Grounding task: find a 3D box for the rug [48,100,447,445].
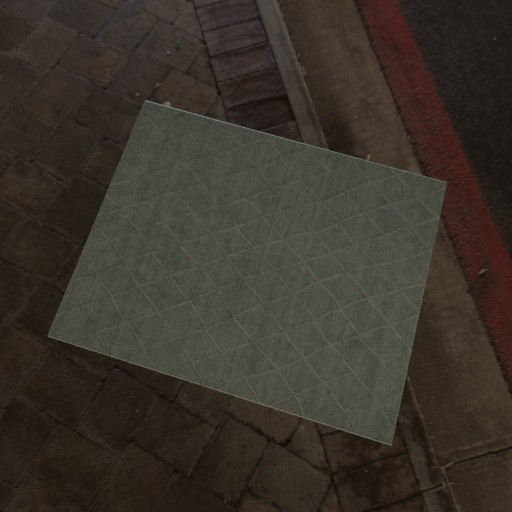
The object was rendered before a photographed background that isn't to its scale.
[{"bbox_3d":[0.000,0.000,4.015,3.039,0.019,2.420,16,76,4],"label":"rug"}]
